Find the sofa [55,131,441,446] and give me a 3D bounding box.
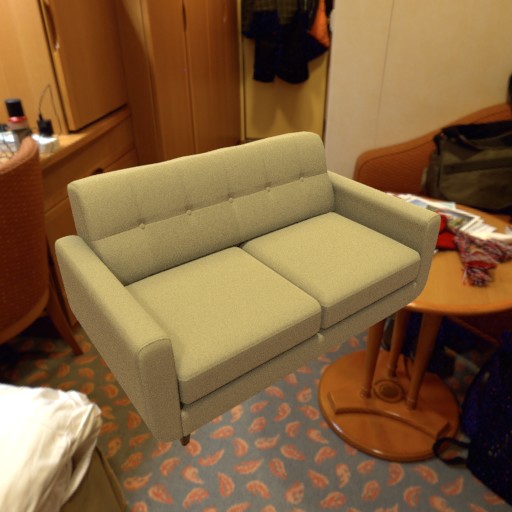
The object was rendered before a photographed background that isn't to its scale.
[{"bbox_3d":[0.000,0.000,2.214,1.655,0.892,0.980,-21,37,-31],"label":"sofa"}]
